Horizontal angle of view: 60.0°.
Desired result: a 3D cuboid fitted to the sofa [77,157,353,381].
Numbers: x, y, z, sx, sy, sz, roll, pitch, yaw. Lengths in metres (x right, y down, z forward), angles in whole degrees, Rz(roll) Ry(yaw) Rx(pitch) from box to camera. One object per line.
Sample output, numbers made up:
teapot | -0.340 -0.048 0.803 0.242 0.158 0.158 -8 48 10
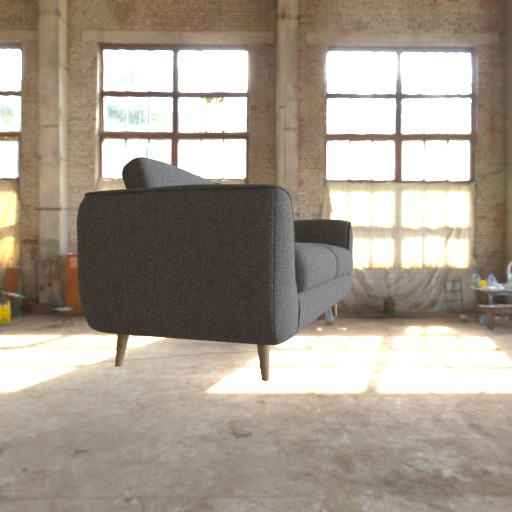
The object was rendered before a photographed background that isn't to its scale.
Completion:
sofa | 0.000 0.000 2.466 0.920 0.870 2.000 0 1 19
